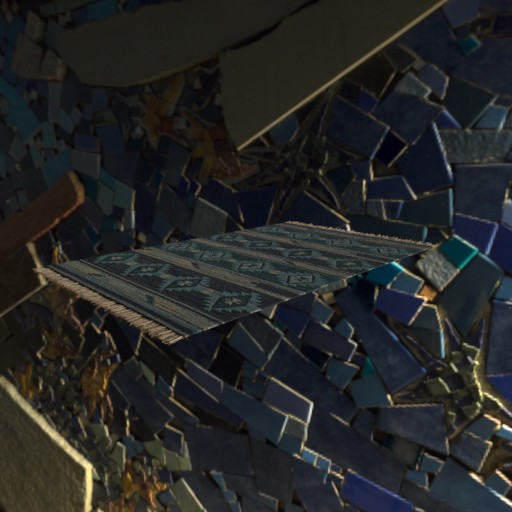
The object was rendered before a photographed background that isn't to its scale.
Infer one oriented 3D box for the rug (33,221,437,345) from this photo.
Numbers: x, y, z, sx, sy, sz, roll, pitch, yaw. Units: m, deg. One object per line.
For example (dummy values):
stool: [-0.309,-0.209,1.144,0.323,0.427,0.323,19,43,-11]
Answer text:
rug: [0.000,0.000,2.411,1.936,0.028,1.181,-14,20,-43]
